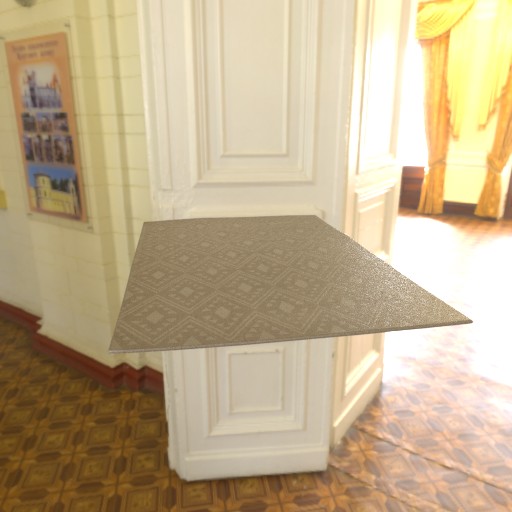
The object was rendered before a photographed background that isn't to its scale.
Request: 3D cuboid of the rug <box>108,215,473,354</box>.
[{"bbox_3d":[0.000,0.000,2.320,1.252,0.034,1.829,-3,18,-10],"label":"rug"}]
